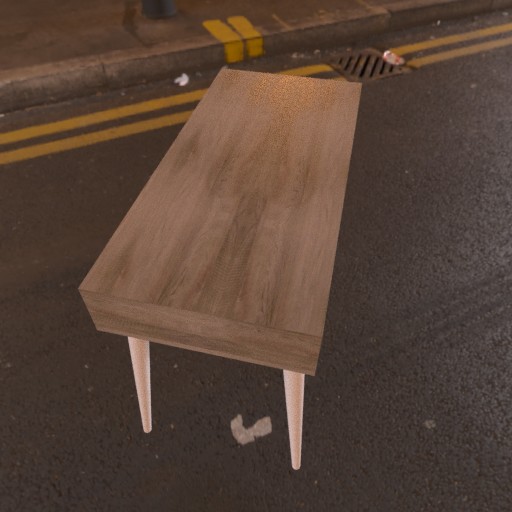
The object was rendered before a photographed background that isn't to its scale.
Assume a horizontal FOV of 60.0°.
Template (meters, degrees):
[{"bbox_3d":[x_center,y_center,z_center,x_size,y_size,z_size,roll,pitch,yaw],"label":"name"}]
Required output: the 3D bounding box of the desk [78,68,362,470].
[{"bbox_3d":[0.000,0.000,1.401,0.491,0.723,0.979,10,48,9],"label":"desk"}]
